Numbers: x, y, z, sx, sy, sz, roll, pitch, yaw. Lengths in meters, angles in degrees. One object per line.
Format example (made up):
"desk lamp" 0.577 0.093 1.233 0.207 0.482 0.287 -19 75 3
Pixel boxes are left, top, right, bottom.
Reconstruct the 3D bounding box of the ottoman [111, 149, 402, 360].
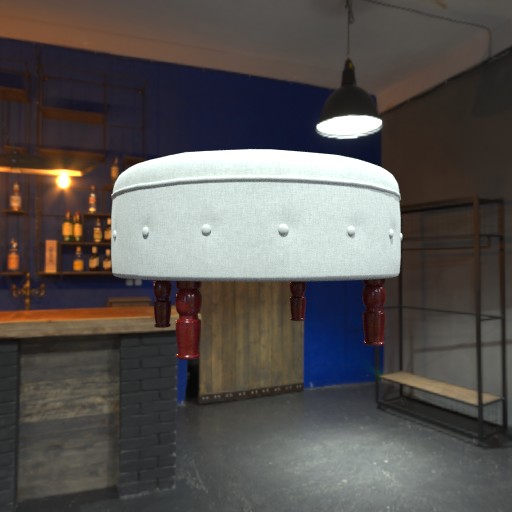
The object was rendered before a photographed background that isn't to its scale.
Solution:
"ottoman" 0.000 0.000 1.366 0.850 0.483 0.850 0 -1 0
